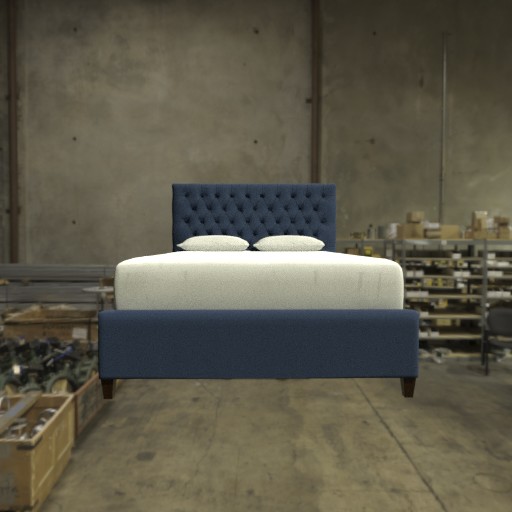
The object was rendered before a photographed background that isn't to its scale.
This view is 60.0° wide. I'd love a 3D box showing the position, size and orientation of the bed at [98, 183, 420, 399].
[{"bbox_3d":[0.000,0.000,3.472,1.706,1.427,2.387,0,2,-1],"label":"bed"}]
